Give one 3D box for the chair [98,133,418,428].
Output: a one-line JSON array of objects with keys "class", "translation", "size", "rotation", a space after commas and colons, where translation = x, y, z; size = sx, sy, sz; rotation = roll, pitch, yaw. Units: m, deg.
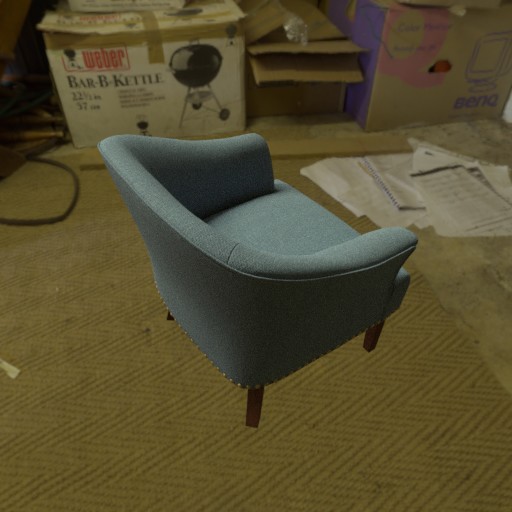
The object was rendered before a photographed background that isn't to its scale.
[{"class": "chair", "translation": [0.000, 0.000, 1.401], "size": [0.704, 0.815, 0.772], "rotation": [-26, 48, -26]}]
